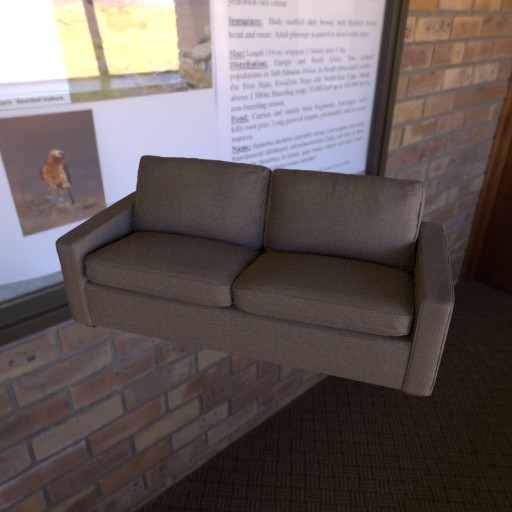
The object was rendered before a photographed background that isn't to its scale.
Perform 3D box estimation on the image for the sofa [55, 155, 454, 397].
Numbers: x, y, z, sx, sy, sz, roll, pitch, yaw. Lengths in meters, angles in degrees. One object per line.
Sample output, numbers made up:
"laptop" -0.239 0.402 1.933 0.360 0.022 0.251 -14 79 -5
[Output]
"sofa" 0.000 0.000 2.595 2.080 0.919 0.940 8 29 15
